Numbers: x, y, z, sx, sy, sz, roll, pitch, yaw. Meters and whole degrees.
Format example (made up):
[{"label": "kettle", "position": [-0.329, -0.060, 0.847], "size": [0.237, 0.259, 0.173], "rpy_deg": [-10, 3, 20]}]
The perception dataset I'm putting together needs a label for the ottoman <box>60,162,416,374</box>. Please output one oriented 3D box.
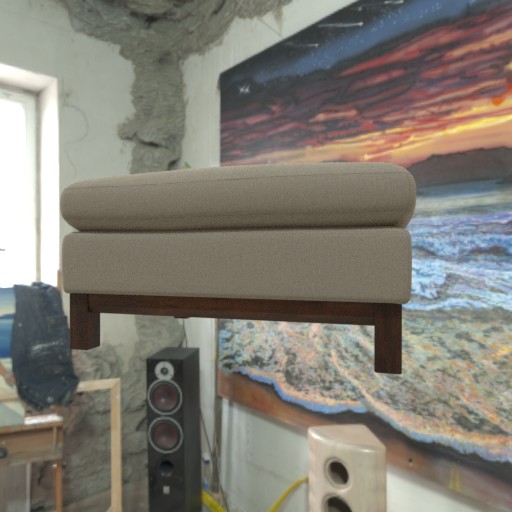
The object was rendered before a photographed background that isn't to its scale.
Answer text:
[{"label": "ottoman", "position": [0.000, 0.000, 1.155], "size": [0.771, 0.420, 0.606], "rpy_deg": [0, 0, 17]}]
